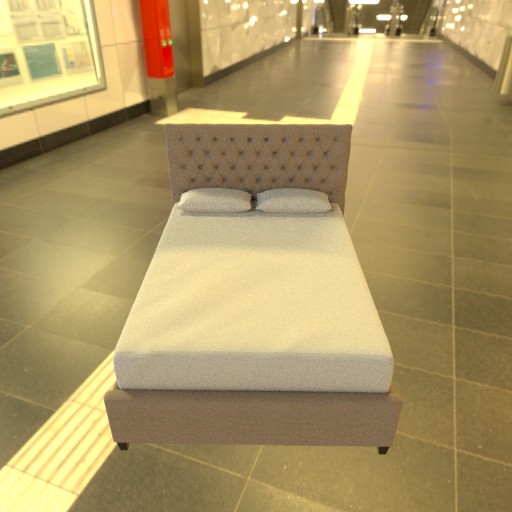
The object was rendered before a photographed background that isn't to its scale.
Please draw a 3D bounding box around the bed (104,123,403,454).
[{"bbox_3d":[0.000,0.000,3.352,1.698,1.427,2.387,1,30,1],"label":"bed"}]
